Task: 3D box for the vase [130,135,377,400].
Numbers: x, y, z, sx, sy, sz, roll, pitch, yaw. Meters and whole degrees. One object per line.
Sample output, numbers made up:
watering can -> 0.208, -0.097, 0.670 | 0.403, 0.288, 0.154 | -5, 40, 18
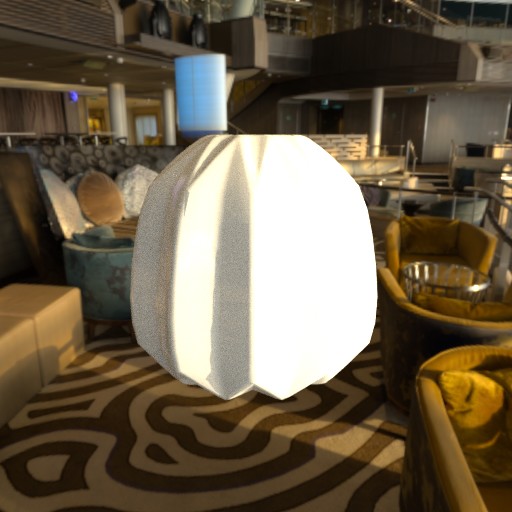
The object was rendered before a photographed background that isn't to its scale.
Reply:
vase -> 0.000, 0.000, 0.254 | 0.139, 0.134, 0.139 | 0, 15, 0
